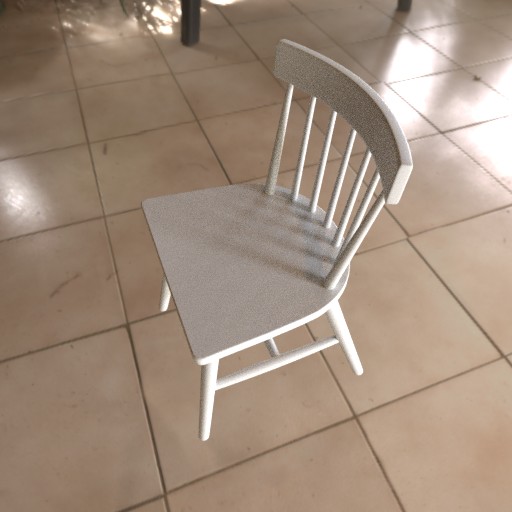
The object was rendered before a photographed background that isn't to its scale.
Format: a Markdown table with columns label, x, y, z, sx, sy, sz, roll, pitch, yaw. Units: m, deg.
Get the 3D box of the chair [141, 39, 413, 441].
| label | x | y | z | sx | sy | sz | roll | pitch | yaw |
| --- | --- | --- | --- | --- | --- | --- | --- | --- | --- |
| chair | 0.000 | 0.000 | 1.066 | 0.500 | 0.787 | 0.483 | -17 | 51 | -14 |
